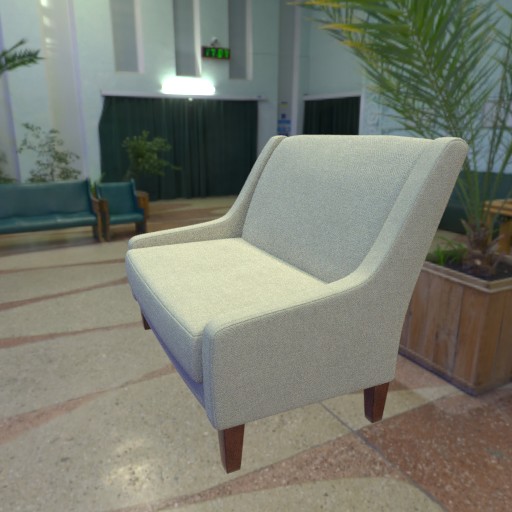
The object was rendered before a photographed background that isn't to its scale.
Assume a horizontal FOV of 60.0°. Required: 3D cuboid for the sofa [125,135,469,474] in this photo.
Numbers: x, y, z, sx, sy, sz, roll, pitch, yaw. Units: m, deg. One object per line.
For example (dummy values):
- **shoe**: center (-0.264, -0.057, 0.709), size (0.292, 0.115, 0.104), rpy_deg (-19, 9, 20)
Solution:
- **sofa**: center (0.000, 0.000, 1.859), size (0.946, 0.976, 1.212), rpy_deg (-7, 17, -25)
